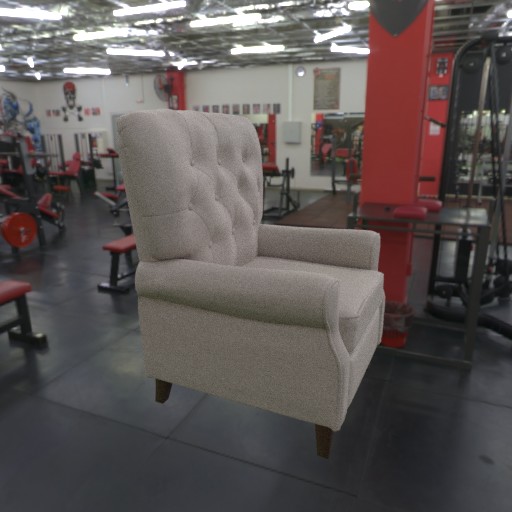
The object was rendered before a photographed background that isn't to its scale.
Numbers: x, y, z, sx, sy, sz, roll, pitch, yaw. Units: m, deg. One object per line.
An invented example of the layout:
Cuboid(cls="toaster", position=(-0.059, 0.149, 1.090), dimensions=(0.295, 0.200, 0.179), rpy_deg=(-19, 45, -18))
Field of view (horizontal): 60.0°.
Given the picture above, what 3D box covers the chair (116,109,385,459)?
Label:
Cuboid(cls="chair", position=(0.000, 0.000, 1.916), dimensions=(1.025, 1.209, 0.942), rpy_deg=(8, 18, 25))
